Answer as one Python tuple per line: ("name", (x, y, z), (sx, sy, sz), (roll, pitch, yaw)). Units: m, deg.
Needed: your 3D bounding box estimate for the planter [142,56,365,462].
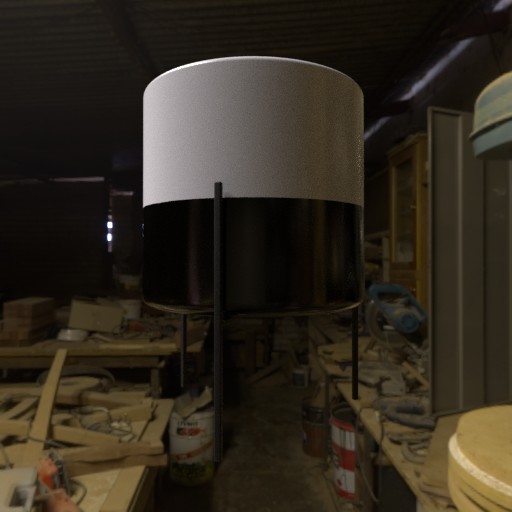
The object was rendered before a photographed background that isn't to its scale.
("planter", (0.000, 0.000, 0.620), (0.310, 0.432, 0.310), (0, 0, -2))
